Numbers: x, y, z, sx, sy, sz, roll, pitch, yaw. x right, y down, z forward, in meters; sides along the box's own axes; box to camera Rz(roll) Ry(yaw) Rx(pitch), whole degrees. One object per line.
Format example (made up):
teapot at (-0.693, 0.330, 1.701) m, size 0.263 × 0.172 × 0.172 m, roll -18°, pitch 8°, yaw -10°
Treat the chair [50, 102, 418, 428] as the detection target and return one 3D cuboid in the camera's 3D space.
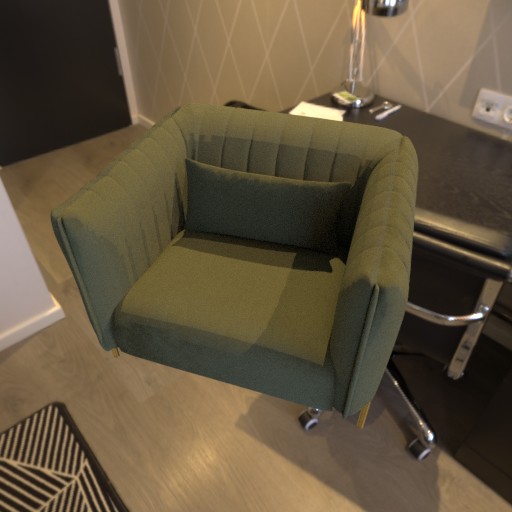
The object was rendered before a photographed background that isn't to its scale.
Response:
chair at (0.000, 0.000, 1.654) m, size 1.032 × 0.794 × 0.877 m, roll 12°, pitch 42°, yaw 13°
